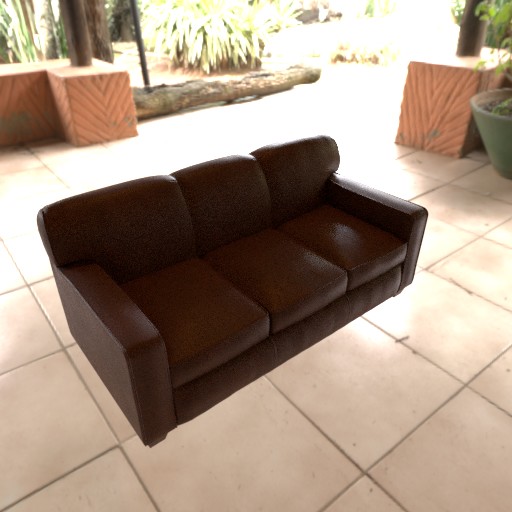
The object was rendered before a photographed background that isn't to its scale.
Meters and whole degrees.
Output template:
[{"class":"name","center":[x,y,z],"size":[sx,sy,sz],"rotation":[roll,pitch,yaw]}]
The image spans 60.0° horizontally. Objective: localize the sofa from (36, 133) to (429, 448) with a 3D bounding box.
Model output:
[{"class":"sofa","center":[0.000,0.000,2.594],"size":[2.039,0.953,1.008],"rotation":[-23,39,-32]}]
